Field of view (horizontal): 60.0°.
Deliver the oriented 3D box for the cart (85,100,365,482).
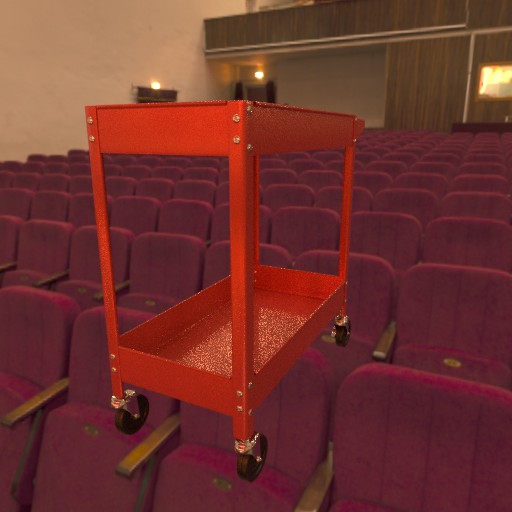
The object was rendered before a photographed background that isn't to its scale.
[{"bbox_3d":[0.000,0.000,1.163,0.366,0.719,0.779,8,17,26],"label":"cart"}]
